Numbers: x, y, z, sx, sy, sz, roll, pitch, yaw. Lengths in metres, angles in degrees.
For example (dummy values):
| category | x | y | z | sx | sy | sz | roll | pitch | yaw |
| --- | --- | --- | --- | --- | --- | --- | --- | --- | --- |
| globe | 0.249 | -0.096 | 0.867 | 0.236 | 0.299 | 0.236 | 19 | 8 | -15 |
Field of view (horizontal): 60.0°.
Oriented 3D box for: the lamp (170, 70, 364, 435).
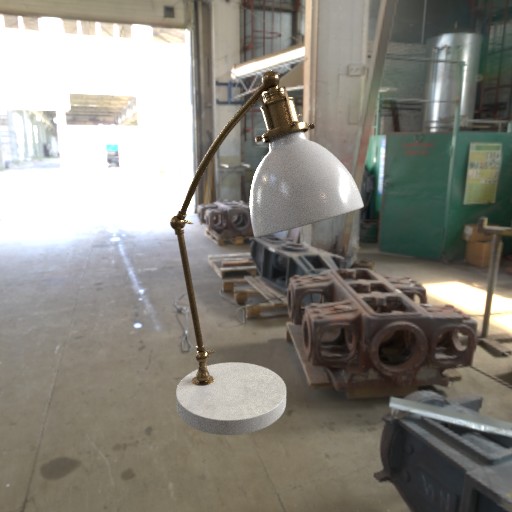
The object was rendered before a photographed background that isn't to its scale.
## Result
| category | x | y | z | sx | sy | sz | roll | pitch | yaw |
| --- | --- | --- | --- | --- | --- | --- | --- | --- | --- |
| lamp | 0.000 | 0.000 | 0.675 | 0.317 | 0.522 | 0.186 | 7 | 15 | 27 |
